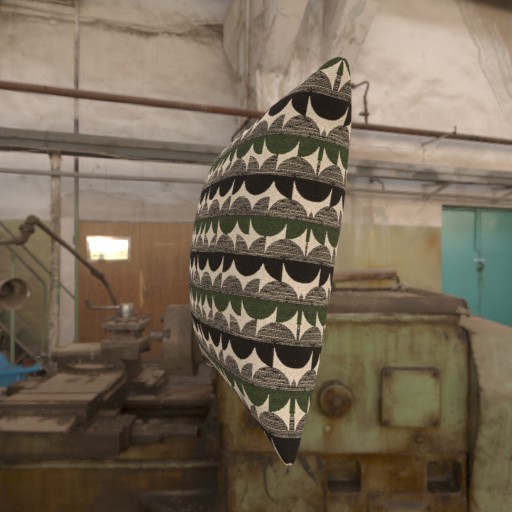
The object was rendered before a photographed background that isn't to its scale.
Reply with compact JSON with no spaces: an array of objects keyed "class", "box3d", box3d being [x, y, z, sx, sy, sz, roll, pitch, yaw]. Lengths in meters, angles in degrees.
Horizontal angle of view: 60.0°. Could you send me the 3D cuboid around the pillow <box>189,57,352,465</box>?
[{"class":"pillow","box3d":[0.000,0.000,0.634,0.180,0.404,0.419,0,0,-17]}]
